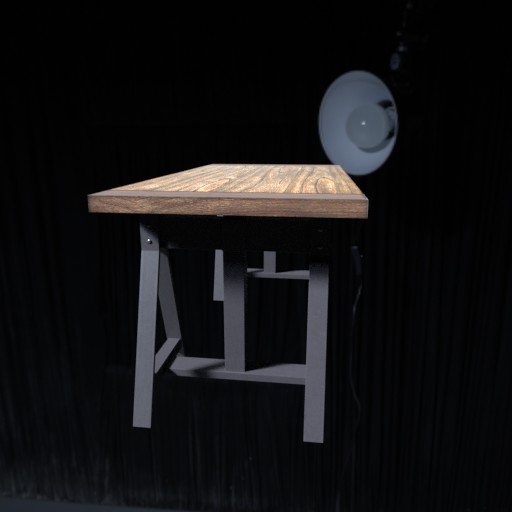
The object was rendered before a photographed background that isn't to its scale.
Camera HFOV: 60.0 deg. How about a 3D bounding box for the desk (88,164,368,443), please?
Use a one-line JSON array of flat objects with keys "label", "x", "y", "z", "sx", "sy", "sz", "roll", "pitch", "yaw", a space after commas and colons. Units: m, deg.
[{"label": "desk", "x": 0.000, "y": 0.000, "z": 2.005, "sx": 0.784, "sy": 0.725, "sz": 1.543, "roll": 2, "pitch": 15, "yaw": 7}]
